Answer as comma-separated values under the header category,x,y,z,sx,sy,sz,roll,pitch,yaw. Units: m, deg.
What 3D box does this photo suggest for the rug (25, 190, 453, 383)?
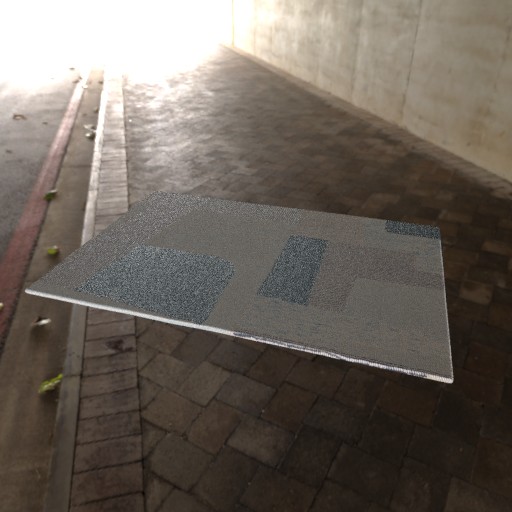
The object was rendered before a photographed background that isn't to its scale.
category,x,y,z,sx,sy,sz,roll,pitch,yaw
rug,0.000,0.000,2.306,1.847,0.020,1.238,9,32,15
